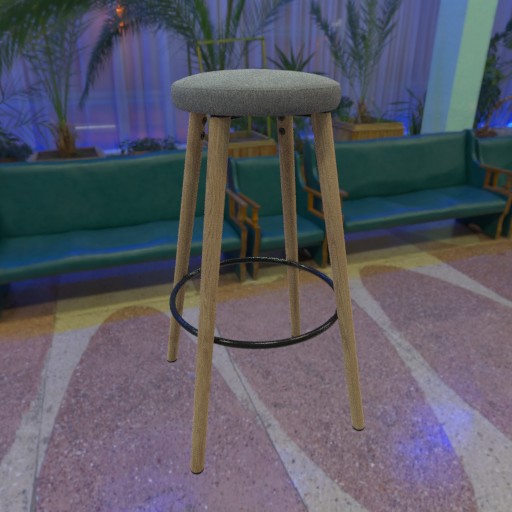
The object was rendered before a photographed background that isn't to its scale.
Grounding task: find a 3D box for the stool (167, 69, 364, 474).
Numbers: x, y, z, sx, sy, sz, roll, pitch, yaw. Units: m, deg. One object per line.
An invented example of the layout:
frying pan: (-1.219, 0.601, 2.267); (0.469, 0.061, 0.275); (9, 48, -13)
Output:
stool: (0.000, 0.000, 0.991); (0.410, 0.770, 0.410); (-8, 26, -16)
